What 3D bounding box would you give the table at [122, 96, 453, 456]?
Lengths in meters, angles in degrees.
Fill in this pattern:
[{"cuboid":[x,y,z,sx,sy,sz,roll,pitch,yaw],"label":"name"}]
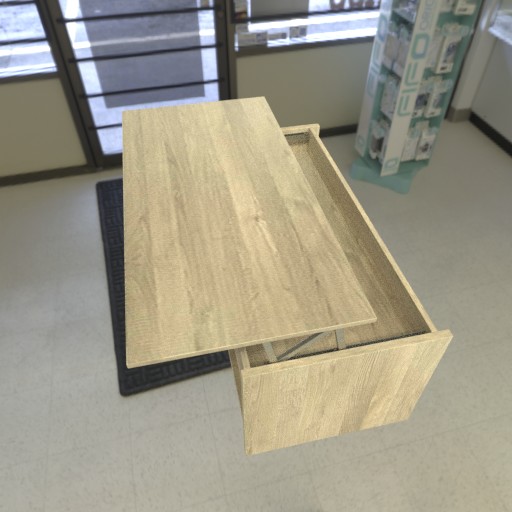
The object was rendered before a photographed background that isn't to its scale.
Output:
[{"cuboid":[0.000,0.000,1.419,0.712,0.570,1.000,-9,46,-9],"label":"table"}]
